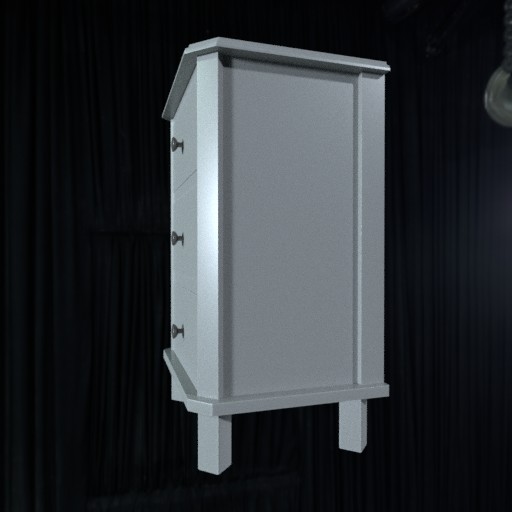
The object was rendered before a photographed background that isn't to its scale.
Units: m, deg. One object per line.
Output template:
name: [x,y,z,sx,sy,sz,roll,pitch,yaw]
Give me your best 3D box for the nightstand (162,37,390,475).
nightstand: [0.000,0.000,0.921,0.348,0.680,0.435,0,1,-18]
